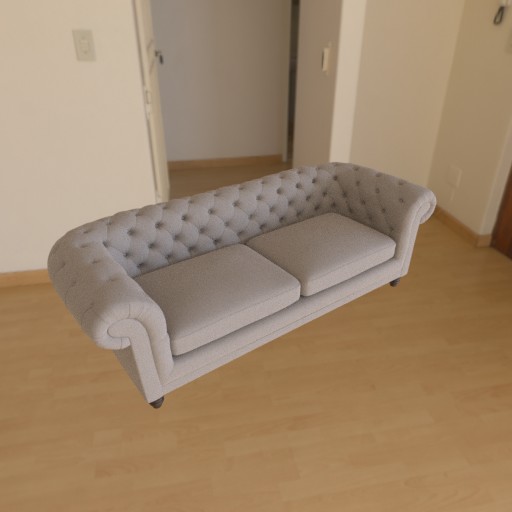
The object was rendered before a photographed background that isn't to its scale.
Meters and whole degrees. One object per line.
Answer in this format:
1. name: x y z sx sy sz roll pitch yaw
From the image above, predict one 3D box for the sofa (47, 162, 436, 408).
1. sofa: 0.000 0.000 2.874 2.411 0.749 0.991 -20 35 -31
